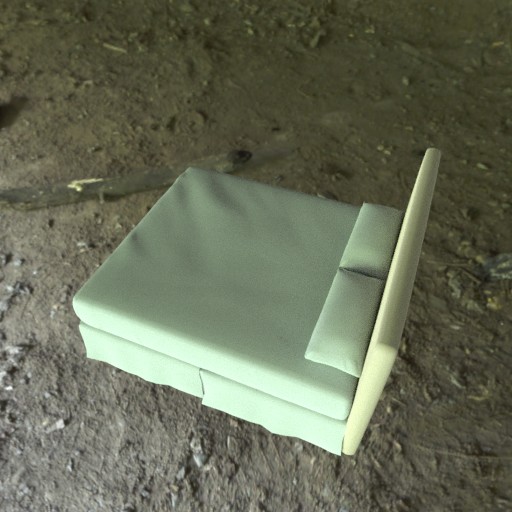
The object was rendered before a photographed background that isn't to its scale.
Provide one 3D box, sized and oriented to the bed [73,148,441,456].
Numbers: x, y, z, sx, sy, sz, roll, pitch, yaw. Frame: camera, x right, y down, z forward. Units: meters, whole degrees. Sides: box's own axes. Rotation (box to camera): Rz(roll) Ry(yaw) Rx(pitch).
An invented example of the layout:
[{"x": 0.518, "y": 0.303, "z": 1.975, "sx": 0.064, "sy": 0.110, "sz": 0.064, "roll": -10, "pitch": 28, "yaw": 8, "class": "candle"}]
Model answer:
[{"x": 0.000, "y": 0.000, "z": 3.303, "sx": 2.142, "sy": 1.330, "sz": 1.884, "roll": 16, "pitch": 48, "yaw": 15, "class": "bed"}]
